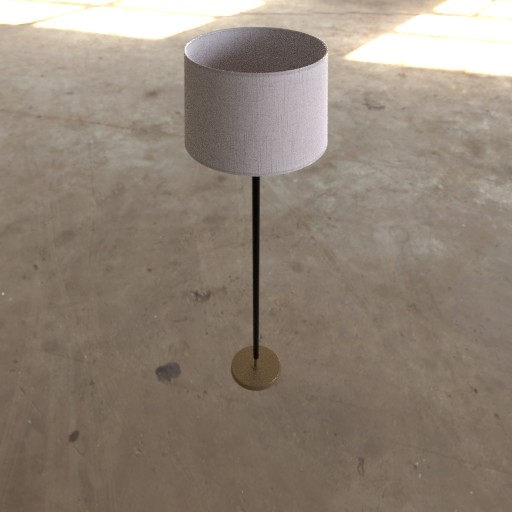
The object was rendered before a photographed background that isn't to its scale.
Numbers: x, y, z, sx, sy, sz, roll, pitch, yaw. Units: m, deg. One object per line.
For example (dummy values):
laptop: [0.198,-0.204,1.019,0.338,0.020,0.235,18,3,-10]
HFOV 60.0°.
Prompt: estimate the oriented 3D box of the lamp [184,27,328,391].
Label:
lamp: [0.000,0.000,1.625,0.420,1.447,0.420,0,42,0]
